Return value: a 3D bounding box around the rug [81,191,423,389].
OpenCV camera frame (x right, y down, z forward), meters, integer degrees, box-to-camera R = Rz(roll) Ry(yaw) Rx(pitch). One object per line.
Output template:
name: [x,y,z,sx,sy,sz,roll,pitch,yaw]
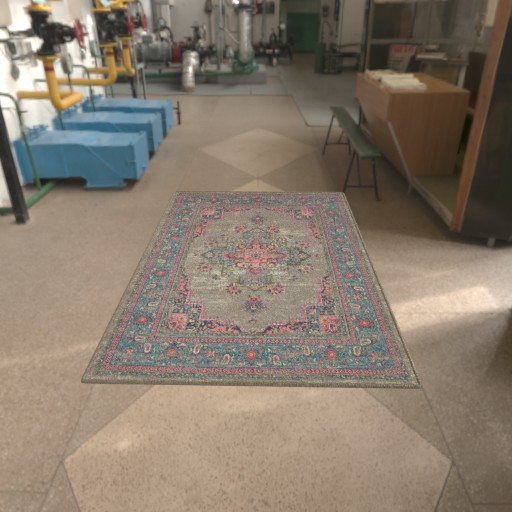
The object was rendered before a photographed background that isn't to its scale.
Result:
rug: [0.000,0.000,2.230,1.144,0.014,1.748,1,30,1]
